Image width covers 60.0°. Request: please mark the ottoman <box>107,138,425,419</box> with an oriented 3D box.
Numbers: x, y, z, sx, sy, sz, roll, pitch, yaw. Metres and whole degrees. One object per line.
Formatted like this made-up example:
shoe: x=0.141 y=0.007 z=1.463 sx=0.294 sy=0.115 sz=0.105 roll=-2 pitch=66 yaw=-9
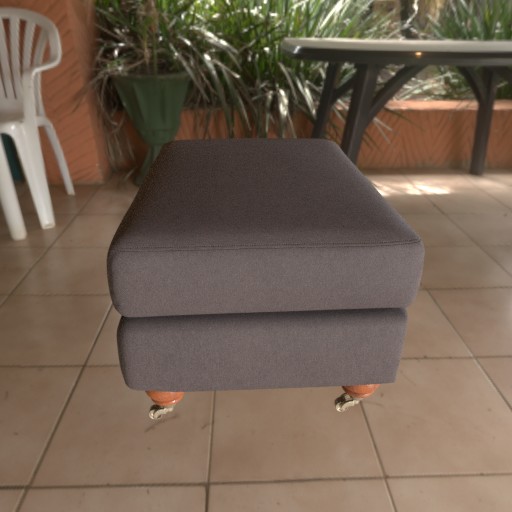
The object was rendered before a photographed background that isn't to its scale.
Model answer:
ottoman: x=0.000 y=0.000 z=1.163 sx=0.574 sy=0.497 sz=0.773 roll=-1 pitch=28 yaw=-3
